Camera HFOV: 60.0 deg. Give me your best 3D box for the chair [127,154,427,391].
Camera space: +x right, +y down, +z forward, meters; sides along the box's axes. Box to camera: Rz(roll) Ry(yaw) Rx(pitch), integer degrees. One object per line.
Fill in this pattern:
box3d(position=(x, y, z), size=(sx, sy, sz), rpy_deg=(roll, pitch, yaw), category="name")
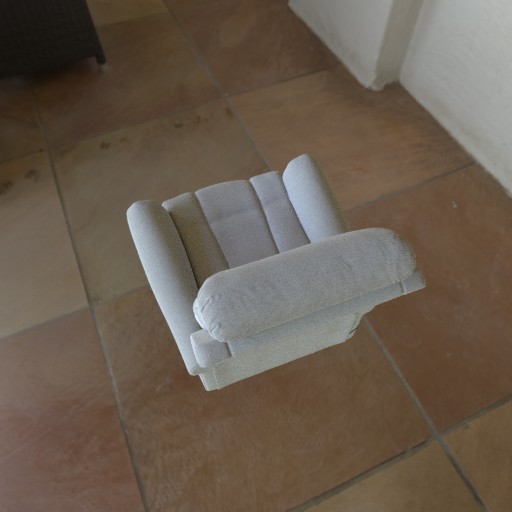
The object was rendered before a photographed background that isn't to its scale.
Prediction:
box3d(position=(0.000, 0.000, 1.747), size=(0.871, 1.031, 0.979), rpy_deg=(-18, 59, -11), category="chair")
